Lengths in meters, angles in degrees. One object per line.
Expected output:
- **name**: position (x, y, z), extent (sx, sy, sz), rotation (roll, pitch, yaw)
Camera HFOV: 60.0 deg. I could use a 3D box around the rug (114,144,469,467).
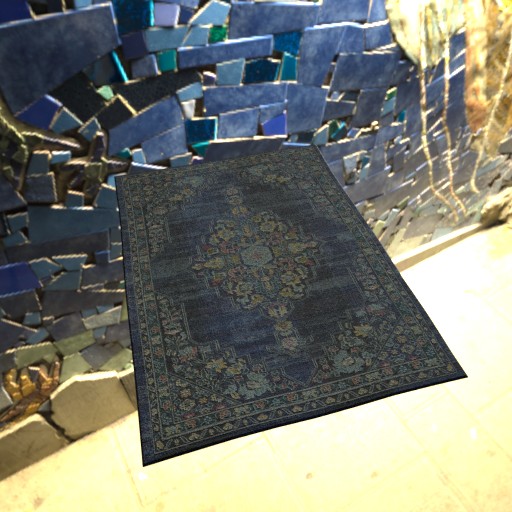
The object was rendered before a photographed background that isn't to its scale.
- **rug**: position (0.000, 0.000, 4.647), extent (2.716, 0.035, 3.612), rotation (-11, 48, -10)
